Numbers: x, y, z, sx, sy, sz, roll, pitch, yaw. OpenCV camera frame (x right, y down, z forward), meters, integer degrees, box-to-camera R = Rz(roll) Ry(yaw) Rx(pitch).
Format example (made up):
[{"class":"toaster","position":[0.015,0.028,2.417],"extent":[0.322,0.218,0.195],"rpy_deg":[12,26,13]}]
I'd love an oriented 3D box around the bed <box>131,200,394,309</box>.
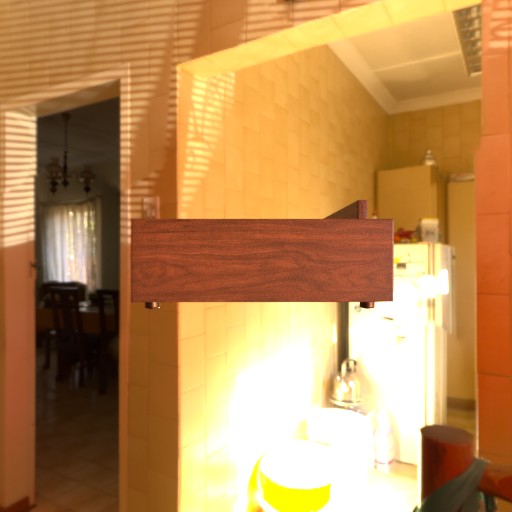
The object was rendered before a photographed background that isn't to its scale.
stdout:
[{"class":"bed","position":[0.000,0.000,2.319],"extent":[0.787,0.326,2.057],"rpy_deg":[0,0,0]}]
